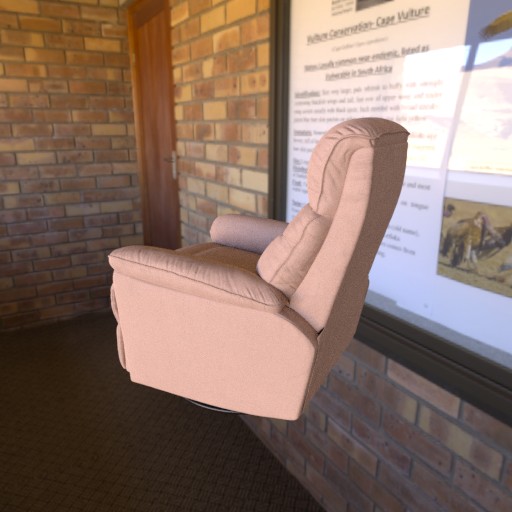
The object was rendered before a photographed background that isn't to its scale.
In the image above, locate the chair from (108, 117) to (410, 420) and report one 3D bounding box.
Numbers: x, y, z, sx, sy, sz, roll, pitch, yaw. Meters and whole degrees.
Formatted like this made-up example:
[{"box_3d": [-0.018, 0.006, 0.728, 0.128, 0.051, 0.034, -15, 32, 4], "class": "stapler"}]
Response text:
[{"box_3d": [0.000, 0.000, 1.747, 1.004, 1.037, 0.820, 8, 18, 26], "class": "chair"}]
